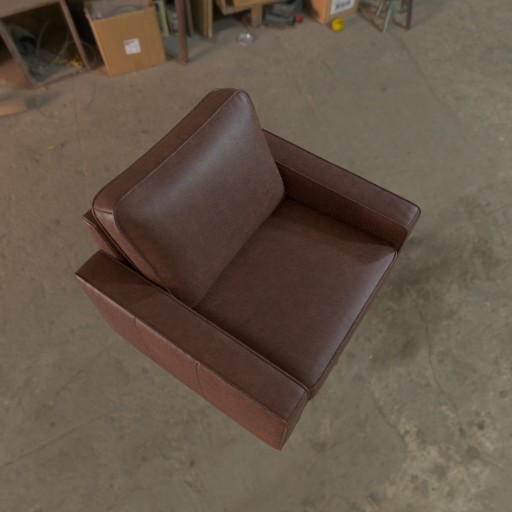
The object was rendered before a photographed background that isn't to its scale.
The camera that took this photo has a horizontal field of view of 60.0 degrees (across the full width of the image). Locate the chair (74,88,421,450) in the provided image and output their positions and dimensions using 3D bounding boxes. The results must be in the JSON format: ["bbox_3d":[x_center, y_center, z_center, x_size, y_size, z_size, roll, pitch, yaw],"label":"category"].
[{"bbox_3d":[0.000,0.000,1.751,0.940,0.919,1.017,31,64,17],"label":"chair"}]
